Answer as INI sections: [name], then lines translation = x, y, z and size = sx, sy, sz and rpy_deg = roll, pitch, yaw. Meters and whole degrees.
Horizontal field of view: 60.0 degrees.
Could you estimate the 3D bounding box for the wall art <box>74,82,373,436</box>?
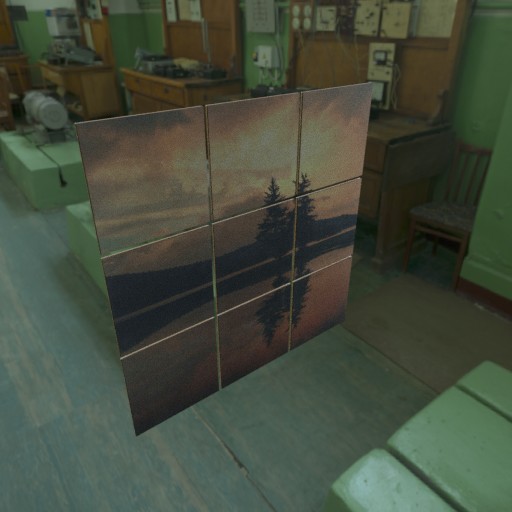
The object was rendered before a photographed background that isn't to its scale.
[wall art]
translation = 0.000, 0.000, 1.795
size = 1.216, 1.218, 0.013
rpy_deg = -21, 35, -33
